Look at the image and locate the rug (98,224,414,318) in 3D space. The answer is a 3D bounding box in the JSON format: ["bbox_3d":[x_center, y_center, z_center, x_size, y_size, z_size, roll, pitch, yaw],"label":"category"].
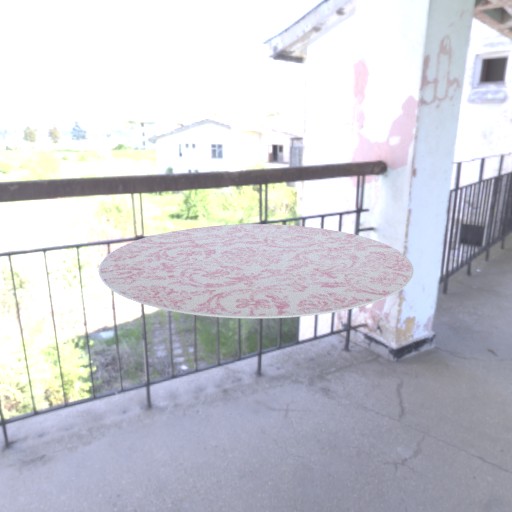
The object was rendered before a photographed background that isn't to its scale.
[{"bbox_3d":[0.000,0.000,2.365,1.593,0.012,1.593,0,16,0],"label":"rug"}]
